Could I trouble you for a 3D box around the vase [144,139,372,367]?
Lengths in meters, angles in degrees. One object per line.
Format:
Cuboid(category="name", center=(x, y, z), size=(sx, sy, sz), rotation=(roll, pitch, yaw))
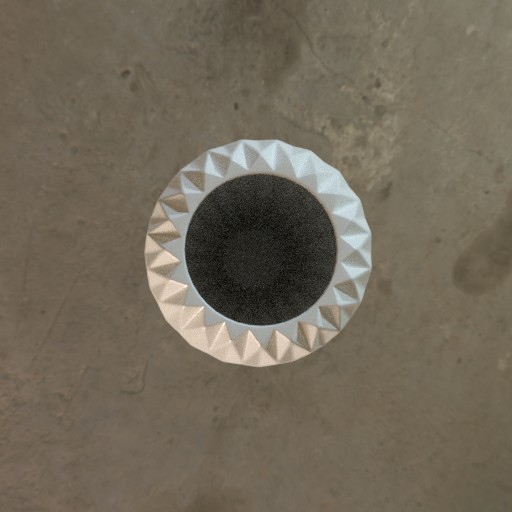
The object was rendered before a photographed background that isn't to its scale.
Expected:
Cuboid(category="vase", center=(0.000, 0.000, 0.333), size=(0.133, 0.263, 0.133), rotation=(0, 89, -1))
